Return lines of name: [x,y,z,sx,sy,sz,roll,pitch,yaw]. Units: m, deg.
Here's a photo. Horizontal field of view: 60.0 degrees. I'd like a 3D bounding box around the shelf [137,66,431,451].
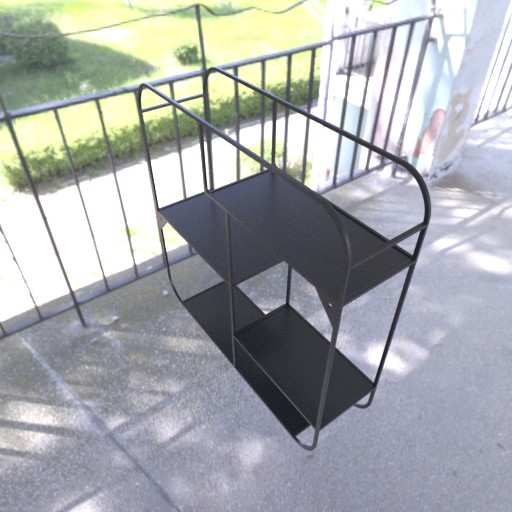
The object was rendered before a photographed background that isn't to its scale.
shelf: [0.000,0.000,0.917,0.160,0.600,0.600,-26,47,-27]
